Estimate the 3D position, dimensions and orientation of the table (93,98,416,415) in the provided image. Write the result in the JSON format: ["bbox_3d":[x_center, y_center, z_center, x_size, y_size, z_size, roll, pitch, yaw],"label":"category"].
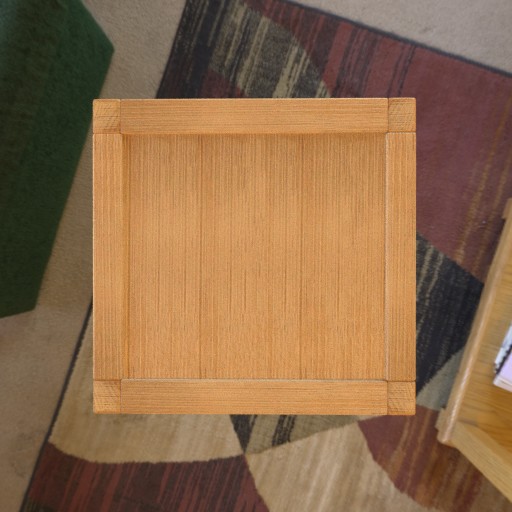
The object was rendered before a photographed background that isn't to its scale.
[{"bbox_3d":[0.000,0.000,1.069,0.559,0.610,0.558,0,90,1],"label":"table"}]
